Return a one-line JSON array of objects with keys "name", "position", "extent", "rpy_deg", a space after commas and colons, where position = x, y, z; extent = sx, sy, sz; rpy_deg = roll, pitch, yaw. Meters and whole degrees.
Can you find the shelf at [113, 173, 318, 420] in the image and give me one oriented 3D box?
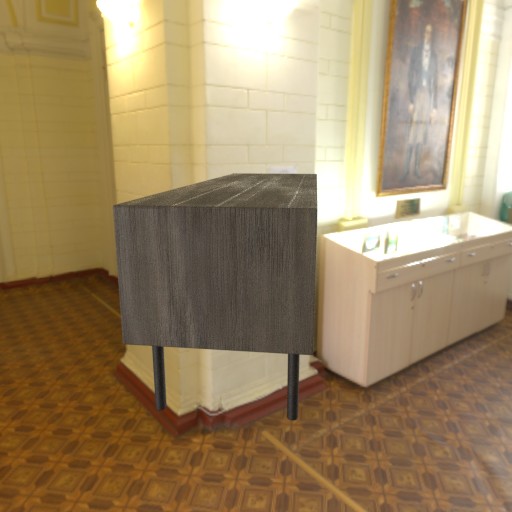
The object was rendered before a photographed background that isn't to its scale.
[{"name": "shelf", "position": [0.000, 0.000, 1.520], "extent": [0.400, 0.495, 1.300], "rpy_deg": [2, 13, 7]}]
